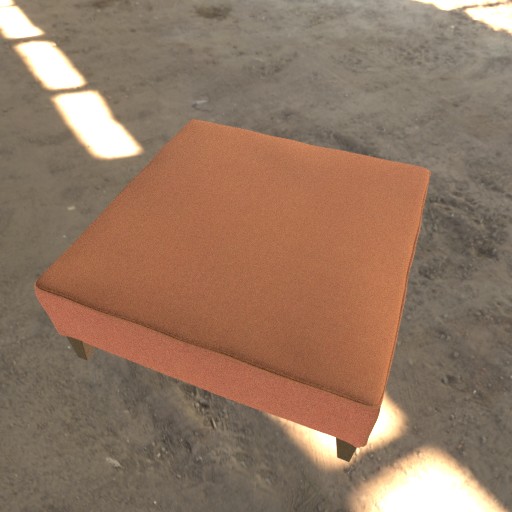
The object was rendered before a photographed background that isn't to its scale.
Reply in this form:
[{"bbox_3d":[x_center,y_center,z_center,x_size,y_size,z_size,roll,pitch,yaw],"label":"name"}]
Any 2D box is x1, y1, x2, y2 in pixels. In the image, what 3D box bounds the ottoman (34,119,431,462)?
[{"bbox_3d":[0.000,0.000,1.543,0.999,0.438,0.997,16,49,15],"label":"ottoman"}]
